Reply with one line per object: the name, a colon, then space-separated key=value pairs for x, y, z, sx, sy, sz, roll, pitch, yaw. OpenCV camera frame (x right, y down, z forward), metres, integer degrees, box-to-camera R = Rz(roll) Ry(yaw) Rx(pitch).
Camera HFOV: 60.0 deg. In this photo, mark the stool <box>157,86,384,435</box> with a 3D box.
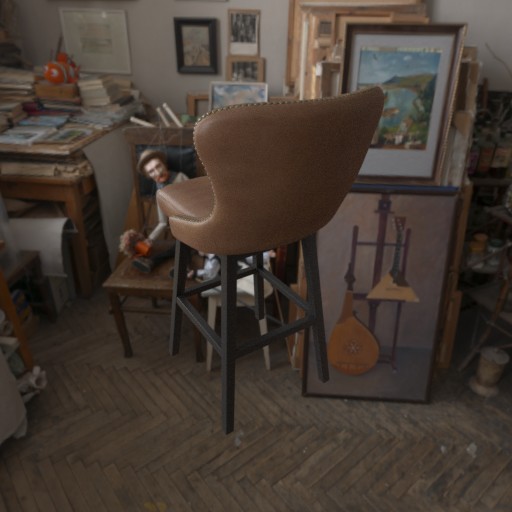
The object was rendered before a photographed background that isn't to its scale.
stool: x=0.000 y=0.000 z=1.393 sx=0.528 sy=1.050 sz=0.601 roll=-18 pitch=35 yaw=-28
